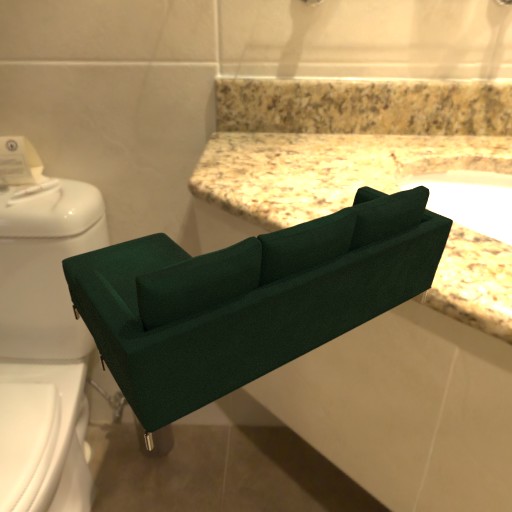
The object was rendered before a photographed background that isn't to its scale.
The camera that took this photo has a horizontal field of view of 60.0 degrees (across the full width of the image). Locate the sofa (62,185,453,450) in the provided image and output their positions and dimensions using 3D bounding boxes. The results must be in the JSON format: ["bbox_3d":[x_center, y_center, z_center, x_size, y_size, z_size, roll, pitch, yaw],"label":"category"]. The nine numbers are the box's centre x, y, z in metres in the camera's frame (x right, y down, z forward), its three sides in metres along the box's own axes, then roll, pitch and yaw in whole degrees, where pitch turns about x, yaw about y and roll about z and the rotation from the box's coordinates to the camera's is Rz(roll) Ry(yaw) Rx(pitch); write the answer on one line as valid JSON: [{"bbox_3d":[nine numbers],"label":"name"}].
[{"bbox_3d":[0.000,0.000,3.208,2.441,1.007,1.489,-19,35,-30],"label":"sofa"}]
